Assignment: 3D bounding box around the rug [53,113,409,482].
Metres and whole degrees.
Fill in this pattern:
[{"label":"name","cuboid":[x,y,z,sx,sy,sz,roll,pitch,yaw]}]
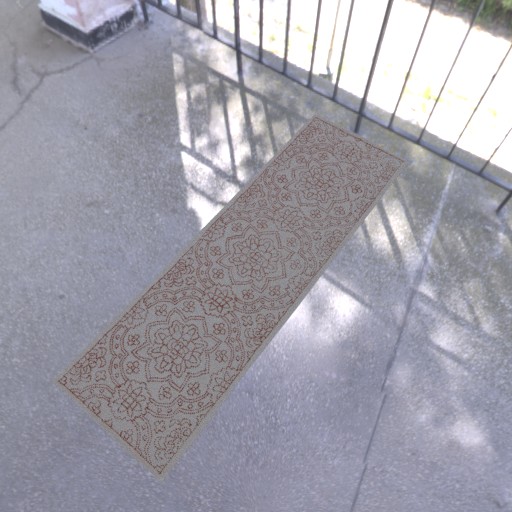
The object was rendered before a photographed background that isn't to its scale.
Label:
[{"label":"rug","cuboid":[0.000,0.000,2.640,0.769,0.012,2.448,33,65,18]}]
